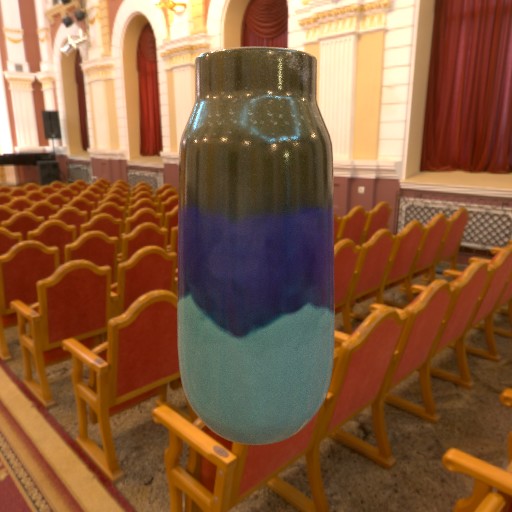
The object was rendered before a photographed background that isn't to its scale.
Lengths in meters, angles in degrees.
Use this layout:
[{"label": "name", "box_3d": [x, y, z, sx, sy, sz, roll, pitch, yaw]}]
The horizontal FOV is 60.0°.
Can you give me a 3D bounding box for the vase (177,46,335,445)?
[{"label": "vase", "box_3d": [0.000, 0.000, 0.378, 0.139, 0.313, 0.139, 0, 15, 0]}]
